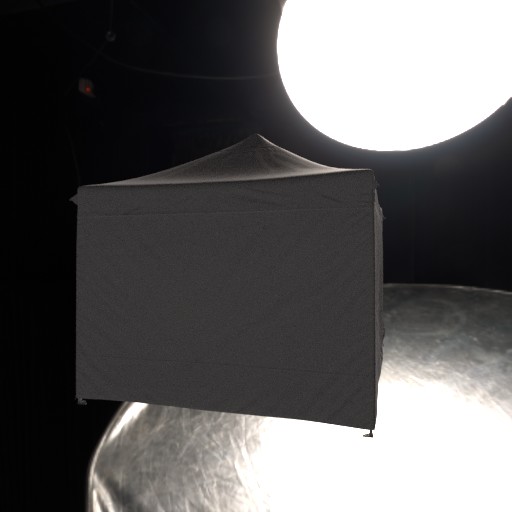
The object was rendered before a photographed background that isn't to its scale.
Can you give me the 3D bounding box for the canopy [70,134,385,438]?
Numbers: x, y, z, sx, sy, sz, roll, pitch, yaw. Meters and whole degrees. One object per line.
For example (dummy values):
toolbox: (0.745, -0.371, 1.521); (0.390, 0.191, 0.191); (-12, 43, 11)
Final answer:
canopy: (0.000, 0.000, 5.495); (3.043, 2.997, 3.121); (0, 0, 17)
